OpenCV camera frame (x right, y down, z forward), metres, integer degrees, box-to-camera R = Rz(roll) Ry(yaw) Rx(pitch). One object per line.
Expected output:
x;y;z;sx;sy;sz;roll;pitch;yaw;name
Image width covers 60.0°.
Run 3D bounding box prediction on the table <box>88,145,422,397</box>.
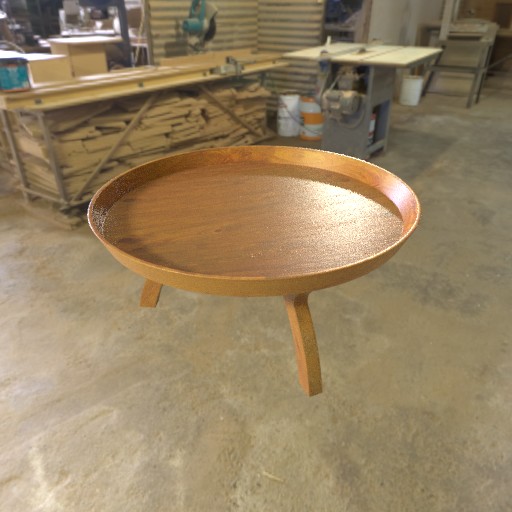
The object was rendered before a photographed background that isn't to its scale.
0.000;0.000;1.515;1.016;0.470;1.016;0;30;0;table
